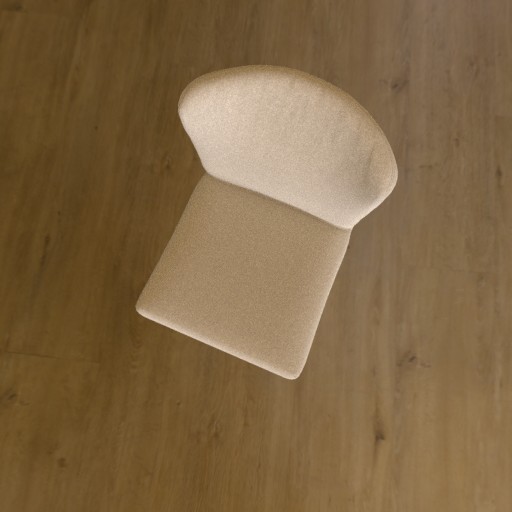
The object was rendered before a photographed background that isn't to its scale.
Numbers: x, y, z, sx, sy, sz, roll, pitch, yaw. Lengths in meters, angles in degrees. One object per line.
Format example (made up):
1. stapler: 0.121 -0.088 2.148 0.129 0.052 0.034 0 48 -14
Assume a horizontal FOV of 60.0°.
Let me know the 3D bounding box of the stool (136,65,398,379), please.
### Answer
1. stool: 0.000 0.000 1.289 0.479 0.968 0.568 22 77 5
